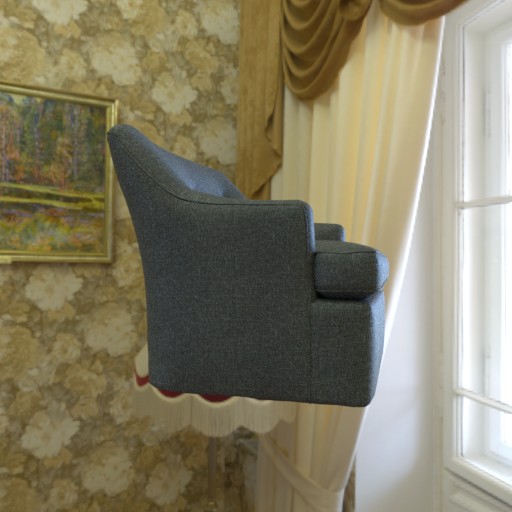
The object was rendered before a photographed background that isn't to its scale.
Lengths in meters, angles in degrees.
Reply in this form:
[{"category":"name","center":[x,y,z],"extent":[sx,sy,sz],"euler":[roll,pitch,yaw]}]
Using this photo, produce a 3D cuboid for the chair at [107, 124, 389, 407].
[{"category":"chair","center":[0.000,0.000,1.627],"extent":[0.923,0.856,0.864],"euler":[0,-1,18]}]
